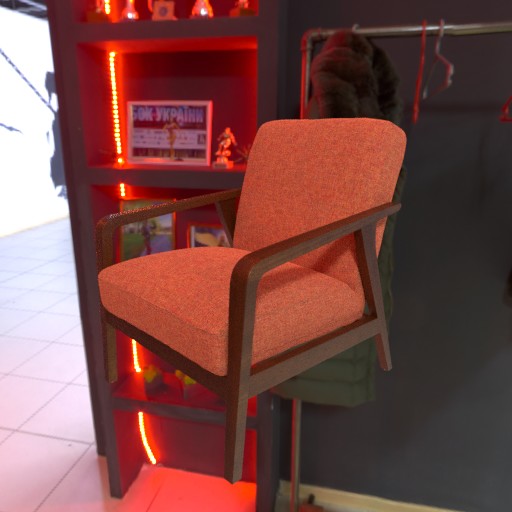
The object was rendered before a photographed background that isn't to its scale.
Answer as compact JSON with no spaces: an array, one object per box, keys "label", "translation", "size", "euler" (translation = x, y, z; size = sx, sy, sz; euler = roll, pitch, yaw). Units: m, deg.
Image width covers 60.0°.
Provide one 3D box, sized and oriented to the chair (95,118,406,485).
[{"label":"chair","translation":[0.000,0.000,1.489],"size":[0.860,0.890,0.719],"euler":[-16,22,-43]}]
